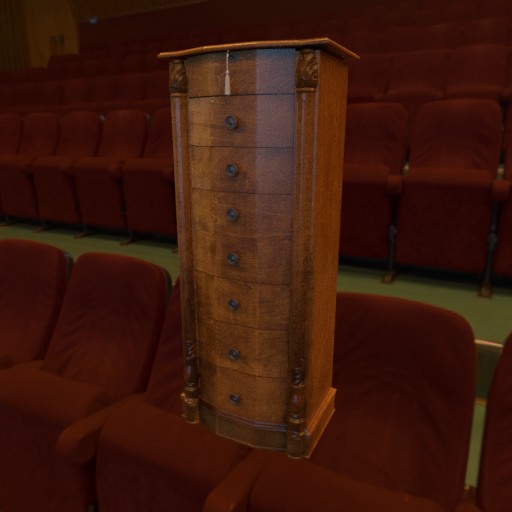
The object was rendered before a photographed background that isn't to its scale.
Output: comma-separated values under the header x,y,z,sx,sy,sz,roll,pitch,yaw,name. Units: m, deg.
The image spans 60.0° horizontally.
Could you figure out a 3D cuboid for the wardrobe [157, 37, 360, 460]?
x,y,z,sx,sy,sz,roll,pitch,yaw,name
0.000,0.000,1.136,0.406,0.959,0.273,8,18,25,wardrobe
